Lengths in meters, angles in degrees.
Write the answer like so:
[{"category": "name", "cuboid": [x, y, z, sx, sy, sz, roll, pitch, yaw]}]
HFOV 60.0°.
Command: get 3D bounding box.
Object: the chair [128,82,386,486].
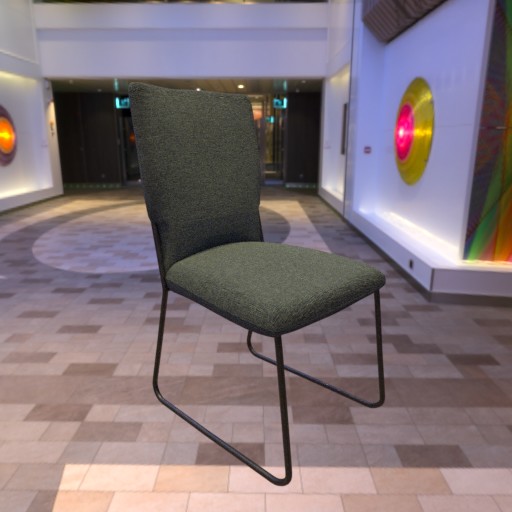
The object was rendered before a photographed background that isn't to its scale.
[{"category": "chair", "cuboid": [0.000, 0.000, 1.255, 0.635, 0.931, 0.480, 14, 20, 42]}]
